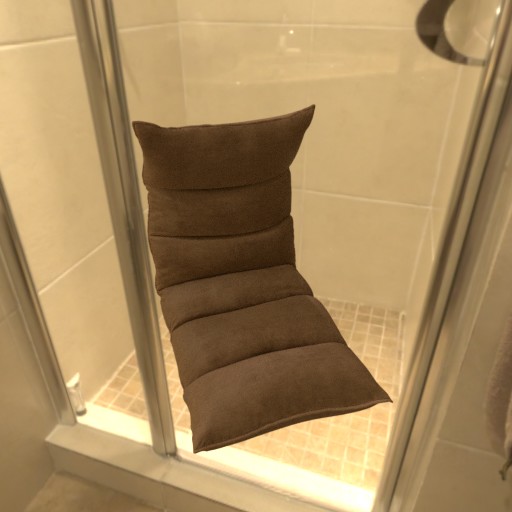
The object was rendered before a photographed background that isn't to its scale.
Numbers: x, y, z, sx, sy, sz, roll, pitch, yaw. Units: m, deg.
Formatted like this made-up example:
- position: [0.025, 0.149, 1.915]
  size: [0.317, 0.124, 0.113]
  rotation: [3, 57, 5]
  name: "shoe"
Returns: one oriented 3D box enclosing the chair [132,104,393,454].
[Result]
- position: [0.000, 0.000, 1.617]
  size: [0.714, 0.892, 0.985]
  rotation: [-10, 32, -16]
  name: "chair"
